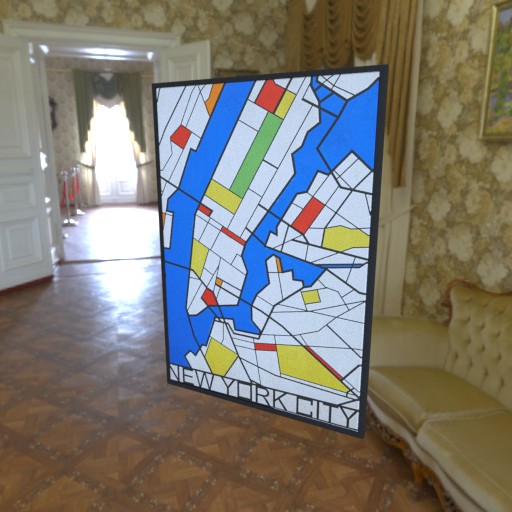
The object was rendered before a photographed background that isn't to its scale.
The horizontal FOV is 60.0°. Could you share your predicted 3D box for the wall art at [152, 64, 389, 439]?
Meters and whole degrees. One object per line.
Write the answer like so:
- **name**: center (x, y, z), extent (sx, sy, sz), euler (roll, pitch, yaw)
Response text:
- **wall art**: center (0.000, 0.000, 0.866), extent (0.460, 0.660, 0.013), euler (7, 15, 26)
